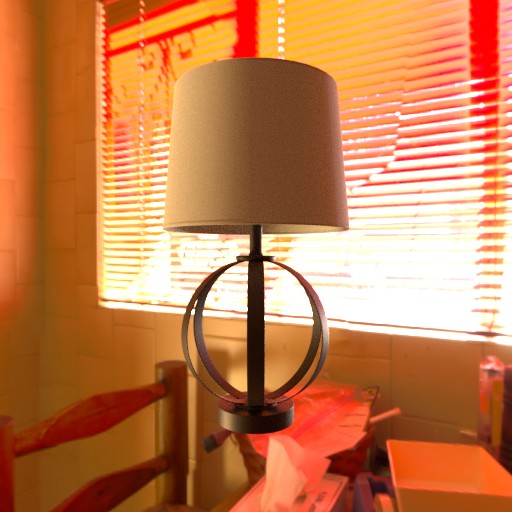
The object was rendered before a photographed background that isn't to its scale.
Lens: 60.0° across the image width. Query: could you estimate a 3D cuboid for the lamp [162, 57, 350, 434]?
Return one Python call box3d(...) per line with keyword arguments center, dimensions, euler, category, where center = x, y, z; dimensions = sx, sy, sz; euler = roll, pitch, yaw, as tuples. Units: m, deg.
box3d(center=(0.000, 0.000, 0.694), dimensions=(0.286, 0.510, 0.286), euler=(0, 0, 0), category="lamp")
